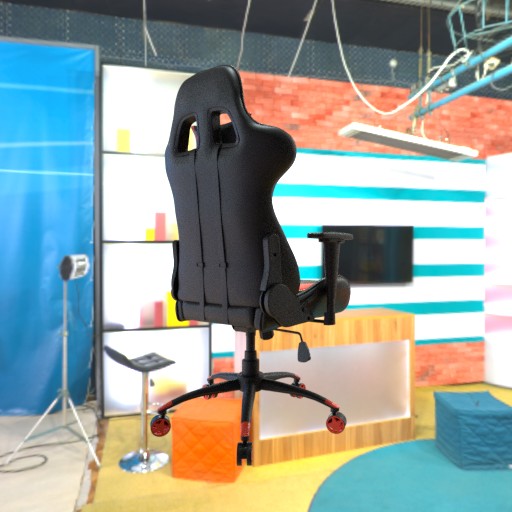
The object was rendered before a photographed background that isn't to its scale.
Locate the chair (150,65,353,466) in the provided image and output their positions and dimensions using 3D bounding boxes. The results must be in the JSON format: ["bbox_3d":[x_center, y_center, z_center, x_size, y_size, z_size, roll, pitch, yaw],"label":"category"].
[{"bbox_3d":[0.000,0.000,1.737,0.695,1.282,0.730,0,1,36],"label":"chair"}]
